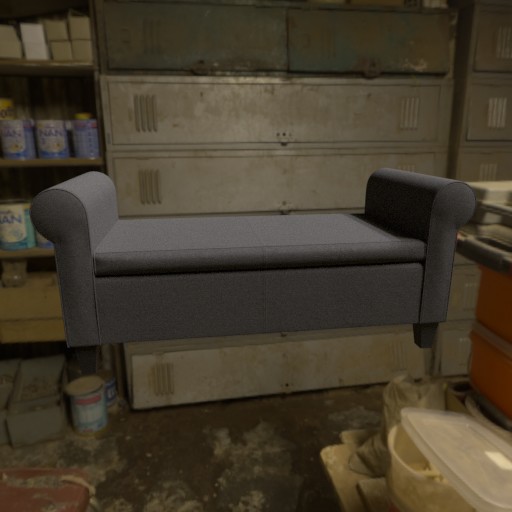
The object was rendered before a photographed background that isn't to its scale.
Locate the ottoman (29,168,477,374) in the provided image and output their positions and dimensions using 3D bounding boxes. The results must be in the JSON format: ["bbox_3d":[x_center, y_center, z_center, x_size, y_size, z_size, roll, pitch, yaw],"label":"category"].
[{"bbox_3d":[0.000,0.000,1.524,1.256,0.547,0.521,-2,16,-8],"label":"ottoman"}]
